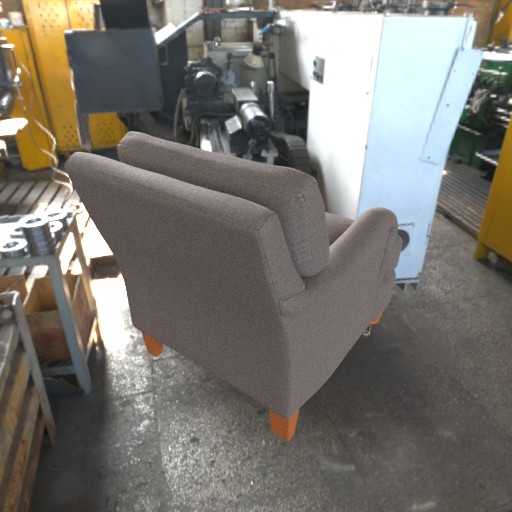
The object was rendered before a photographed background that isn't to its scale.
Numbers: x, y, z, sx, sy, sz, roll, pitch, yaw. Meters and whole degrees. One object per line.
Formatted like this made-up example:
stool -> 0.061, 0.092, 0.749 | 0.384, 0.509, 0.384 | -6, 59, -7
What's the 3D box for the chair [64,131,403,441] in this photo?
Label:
chair -> 0.000, 0.000, 1.882 | 0.955, 1.038, 1.070 | 21, 36, 32
